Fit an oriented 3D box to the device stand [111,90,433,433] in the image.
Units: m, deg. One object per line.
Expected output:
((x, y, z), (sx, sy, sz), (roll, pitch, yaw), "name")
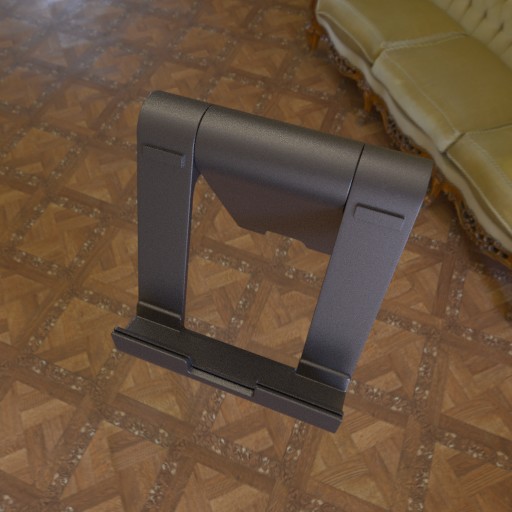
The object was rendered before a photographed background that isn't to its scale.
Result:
((0.000, 0.000, 0.154), (0.088, 0.084, 0.079), (18, 59, 11), "device stand")
